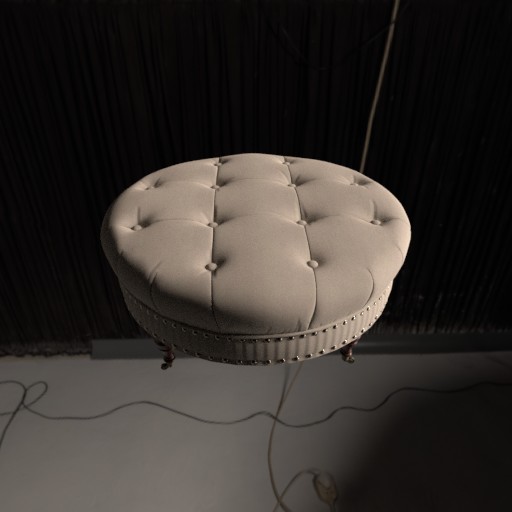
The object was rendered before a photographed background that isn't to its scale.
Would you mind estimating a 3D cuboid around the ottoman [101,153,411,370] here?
[{"bbox_3d":[0.000,0.000,1.421,0.901,0.439,0.901,0,34,0],"label":"ottoman"}]
